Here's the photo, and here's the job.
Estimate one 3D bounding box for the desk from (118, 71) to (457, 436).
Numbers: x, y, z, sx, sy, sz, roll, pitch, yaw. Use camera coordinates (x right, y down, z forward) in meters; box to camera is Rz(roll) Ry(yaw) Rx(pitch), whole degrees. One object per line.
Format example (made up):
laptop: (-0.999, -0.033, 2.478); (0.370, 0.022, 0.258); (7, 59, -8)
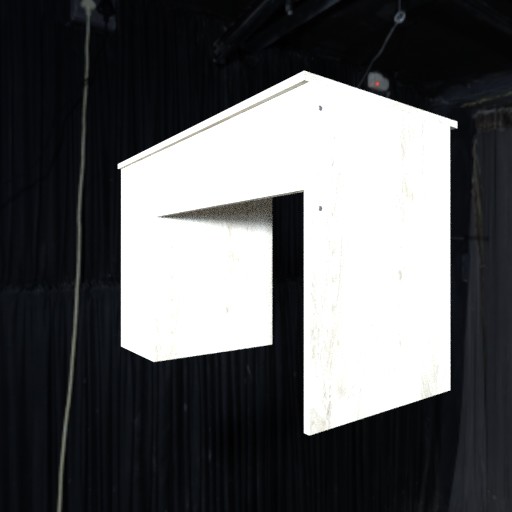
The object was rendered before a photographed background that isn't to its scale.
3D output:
desk: (0.000, 0.000, 1.482); (0.560, 0.730, 1.096); (0, 0, -36)
